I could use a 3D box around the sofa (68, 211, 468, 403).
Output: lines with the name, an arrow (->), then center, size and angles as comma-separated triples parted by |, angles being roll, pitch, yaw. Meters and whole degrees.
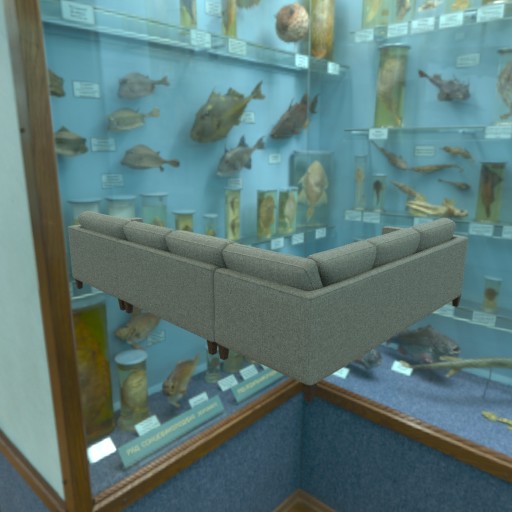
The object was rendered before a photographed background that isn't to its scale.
sofa -> 0.000, 0.000, 4.648 | 3.403, 0.889, 2.551 | 13, 19, 43
